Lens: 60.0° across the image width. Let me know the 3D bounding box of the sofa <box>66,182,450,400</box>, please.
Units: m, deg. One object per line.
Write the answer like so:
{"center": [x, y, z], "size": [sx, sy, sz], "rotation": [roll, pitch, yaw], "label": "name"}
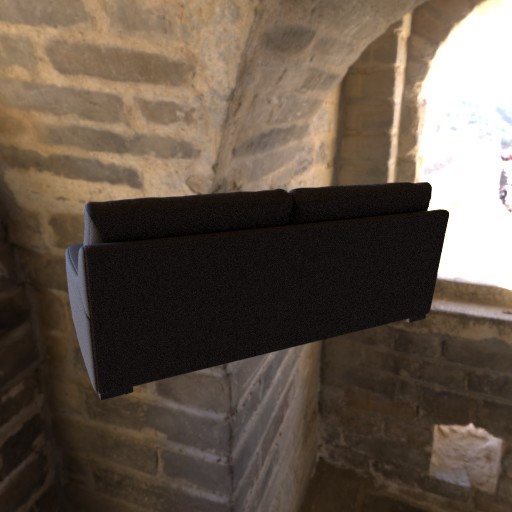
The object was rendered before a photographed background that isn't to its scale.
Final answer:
{"center": [0.000, 0.000, 2.870], "size": [2.271, 0.950, 1.140], "rotation": [-8, 17, -26], "label": "sofa"}
